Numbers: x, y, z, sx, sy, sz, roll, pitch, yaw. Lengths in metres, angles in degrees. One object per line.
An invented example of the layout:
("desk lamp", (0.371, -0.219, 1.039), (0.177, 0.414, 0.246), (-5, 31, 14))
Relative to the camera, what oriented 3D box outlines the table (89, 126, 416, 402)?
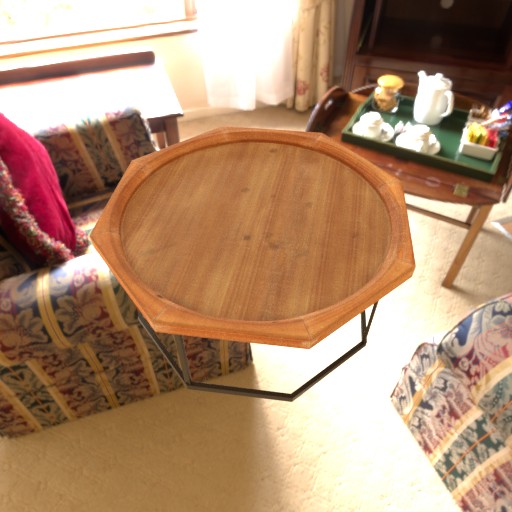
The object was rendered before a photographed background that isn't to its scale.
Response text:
("table", (0.000, 0.000, 1.533), (1.002, 0.444, 1.002), (0, 46, 0))
